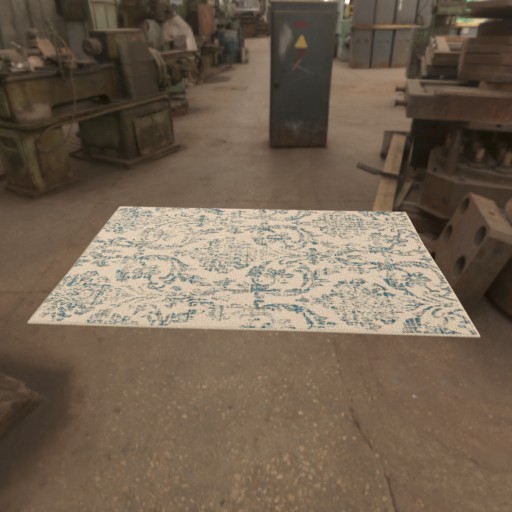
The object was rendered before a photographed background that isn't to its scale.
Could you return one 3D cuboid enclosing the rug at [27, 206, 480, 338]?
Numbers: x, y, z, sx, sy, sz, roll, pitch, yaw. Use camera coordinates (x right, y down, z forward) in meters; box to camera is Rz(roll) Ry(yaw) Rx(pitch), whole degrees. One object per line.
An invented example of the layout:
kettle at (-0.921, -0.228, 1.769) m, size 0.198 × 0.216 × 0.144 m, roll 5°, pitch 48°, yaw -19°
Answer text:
rug at (0.000, 0.000, 2.311) m, size 1.831 × 0.012 × 1.213 m, roll 1°, pitch 30°, yaw 2°
